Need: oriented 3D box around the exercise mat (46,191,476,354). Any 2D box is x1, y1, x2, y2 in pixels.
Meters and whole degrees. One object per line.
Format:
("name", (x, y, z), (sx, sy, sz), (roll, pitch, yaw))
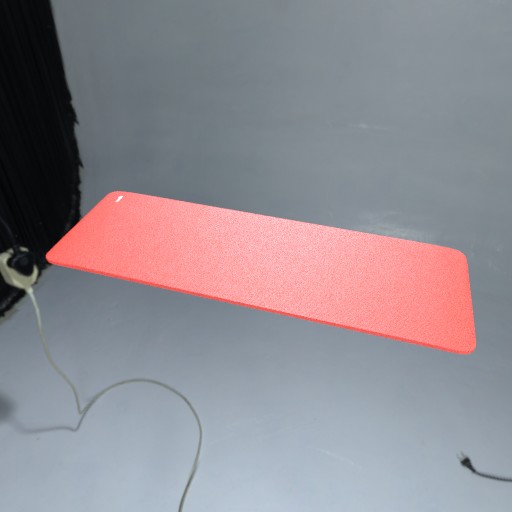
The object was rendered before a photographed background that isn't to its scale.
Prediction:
("exercise mat", (0.000, 0.000, 2.046), (1.869, 0.021, 0.616), (11, 42, 13))
